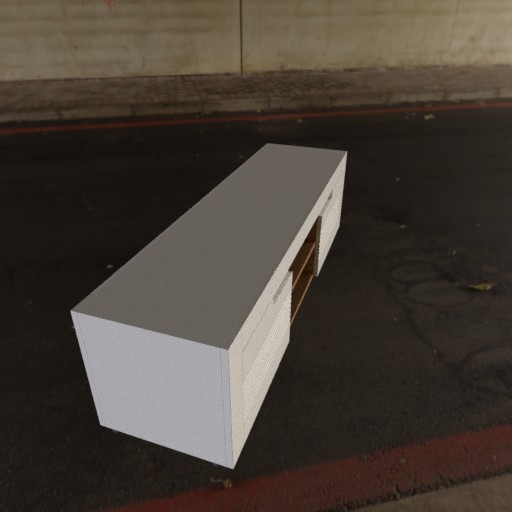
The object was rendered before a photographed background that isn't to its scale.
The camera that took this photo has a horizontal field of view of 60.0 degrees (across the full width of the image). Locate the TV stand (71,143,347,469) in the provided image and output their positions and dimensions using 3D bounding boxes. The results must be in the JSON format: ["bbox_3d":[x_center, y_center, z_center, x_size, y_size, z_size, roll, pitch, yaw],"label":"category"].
[{"bbox_3d":[0.000,0.000,1.724,0.410,0.440,1.500,10,32,17],"label":"TV stand"}]
